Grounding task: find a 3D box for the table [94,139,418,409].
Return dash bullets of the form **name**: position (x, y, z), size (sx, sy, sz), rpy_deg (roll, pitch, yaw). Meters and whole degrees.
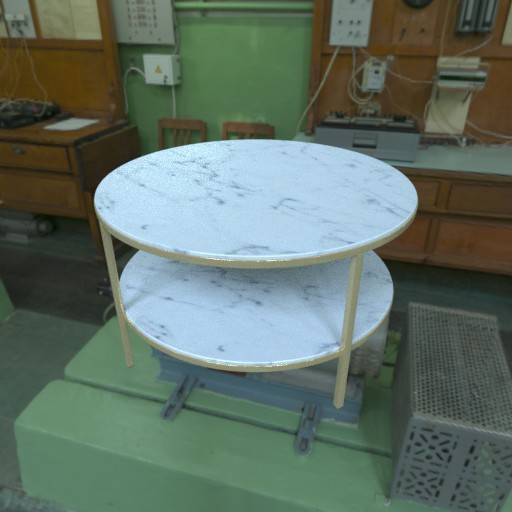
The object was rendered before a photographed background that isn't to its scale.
- **table**: position (0.000, 0.000, 1.254), size (0.800, 0.450, 0.800), rpy_deg (0, 30, 0)
